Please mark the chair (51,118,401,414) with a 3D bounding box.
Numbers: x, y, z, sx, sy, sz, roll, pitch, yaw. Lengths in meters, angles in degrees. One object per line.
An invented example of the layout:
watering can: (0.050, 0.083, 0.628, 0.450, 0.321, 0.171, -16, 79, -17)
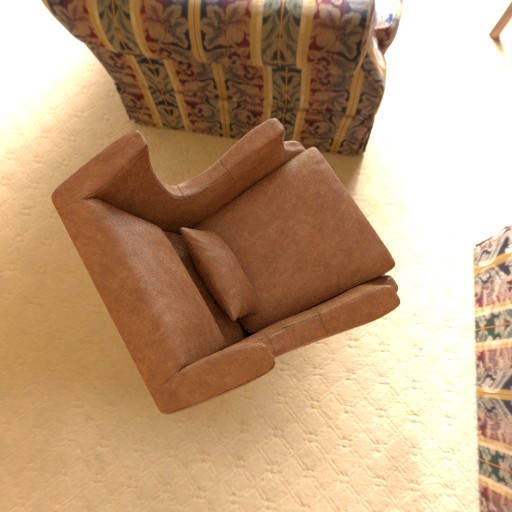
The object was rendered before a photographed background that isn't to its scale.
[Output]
chair: (0.000, 0.000, 1.656, 0.926, 1.016, 0.853, -30, 77, -7)
